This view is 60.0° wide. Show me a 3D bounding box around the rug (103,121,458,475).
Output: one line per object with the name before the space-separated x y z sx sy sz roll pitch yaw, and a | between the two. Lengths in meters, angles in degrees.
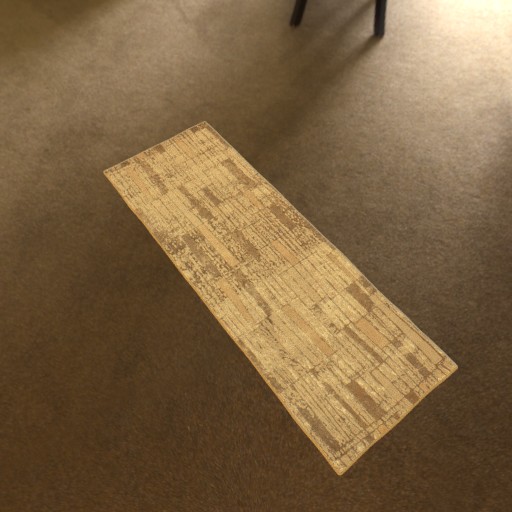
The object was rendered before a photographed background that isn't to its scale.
rug | 0.000 0.000 2.687 0.857 0.018 2.383 -33 63 -19
